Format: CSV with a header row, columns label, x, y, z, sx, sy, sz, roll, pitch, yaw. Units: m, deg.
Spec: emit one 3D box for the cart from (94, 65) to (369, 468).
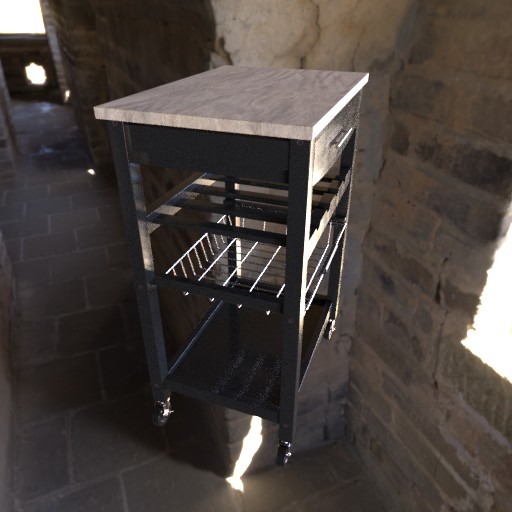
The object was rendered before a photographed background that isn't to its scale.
label,x,y,z,sx,sy,sz,roll,pitch,yaw
cart,0.000,0.000,1.162,0.403,0.839,0.584,11,32,18
